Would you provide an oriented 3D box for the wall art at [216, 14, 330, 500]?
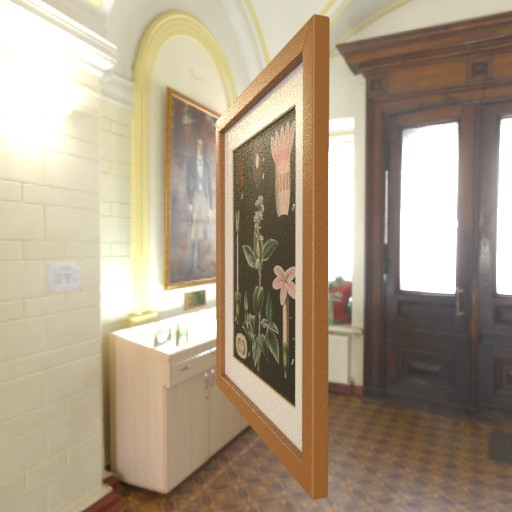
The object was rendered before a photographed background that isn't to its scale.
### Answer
[{"bbox_3d":[0.000,0.000,0.493,0.015,0.379,0.310,0,1,-19],"label":"wall art"}]
